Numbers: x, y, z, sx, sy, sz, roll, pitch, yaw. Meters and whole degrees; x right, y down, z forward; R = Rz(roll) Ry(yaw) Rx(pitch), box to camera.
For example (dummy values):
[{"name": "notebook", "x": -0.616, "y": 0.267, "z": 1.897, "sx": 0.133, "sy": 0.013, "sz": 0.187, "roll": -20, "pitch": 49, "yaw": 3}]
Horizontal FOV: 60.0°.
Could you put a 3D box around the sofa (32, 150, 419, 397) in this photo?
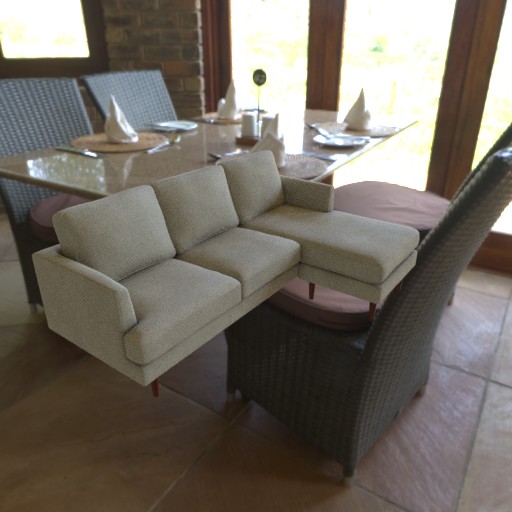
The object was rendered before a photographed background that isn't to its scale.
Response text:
[{"name": "sofa", "x": 0.000, "y": 0.000, "z": 2.966, "sx": 1.504, "sy": 0.956, "sz": 2.233, "roll": 18, "pitch": 30, "yaw": 32}]
